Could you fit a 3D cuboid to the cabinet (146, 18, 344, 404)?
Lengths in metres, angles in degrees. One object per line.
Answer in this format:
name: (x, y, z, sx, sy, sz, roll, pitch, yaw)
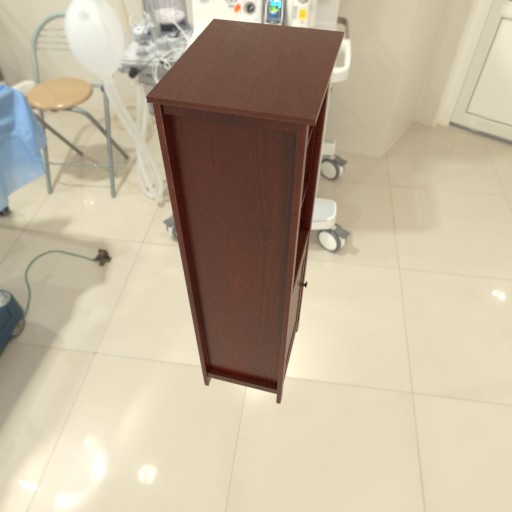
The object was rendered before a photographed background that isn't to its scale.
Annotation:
cabinet: (0.000, 0.000, 1.721, 0.401, 1.518, 0.500, 11, 49, 10)
